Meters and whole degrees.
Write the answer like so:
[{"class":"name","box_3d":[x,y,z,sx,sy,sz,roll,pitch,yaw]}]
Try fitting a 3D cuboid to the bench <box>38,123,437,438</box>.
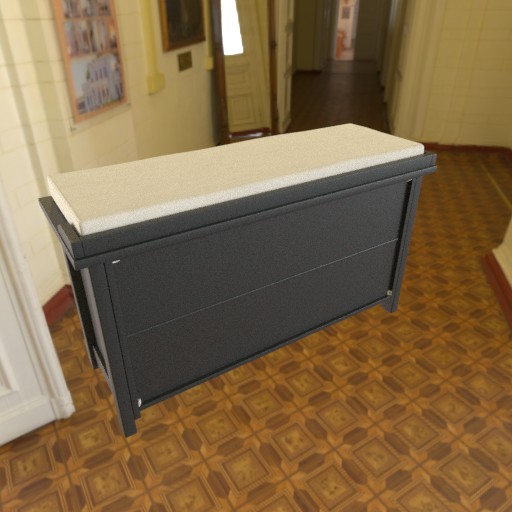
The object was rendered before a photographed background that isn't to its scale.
[{"class":"bench","box_3d":[0.000,0.000,1.232,0.973,0.561,0.345,-18,34,-28]}]
